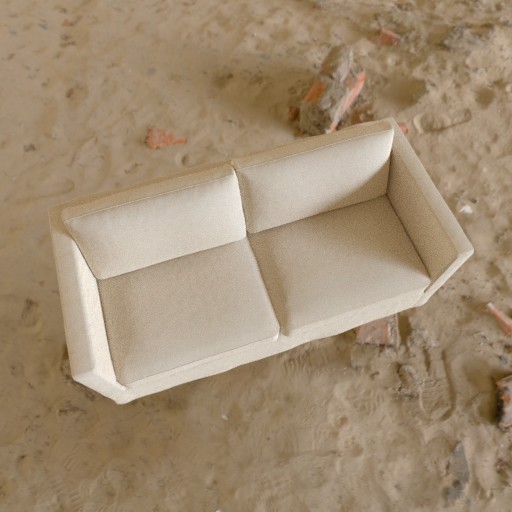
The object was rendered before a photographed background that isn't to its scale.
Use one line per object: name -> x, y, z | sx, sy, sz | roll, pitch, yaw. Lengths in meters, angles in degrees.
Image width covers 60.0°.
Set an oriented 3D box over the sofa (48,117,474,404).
sofa -> 0.000, 0.000, 2.475 | 1.987, 0.870, 0.940 | -17, 65, -8
